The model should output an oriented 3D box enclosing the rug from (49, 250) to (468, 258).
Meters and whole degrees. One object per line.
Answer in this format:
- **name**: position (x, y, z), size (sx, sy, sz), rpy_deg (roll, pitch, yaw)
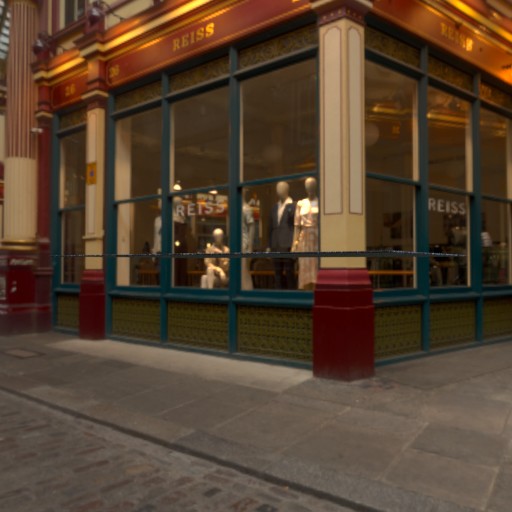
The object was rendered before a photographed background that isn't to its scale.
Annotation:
- **rug**: position (0.000, 0.000, 2.319), size (1.828, 0.005, 1.219), rpy_deg (-1, -1, 35)
